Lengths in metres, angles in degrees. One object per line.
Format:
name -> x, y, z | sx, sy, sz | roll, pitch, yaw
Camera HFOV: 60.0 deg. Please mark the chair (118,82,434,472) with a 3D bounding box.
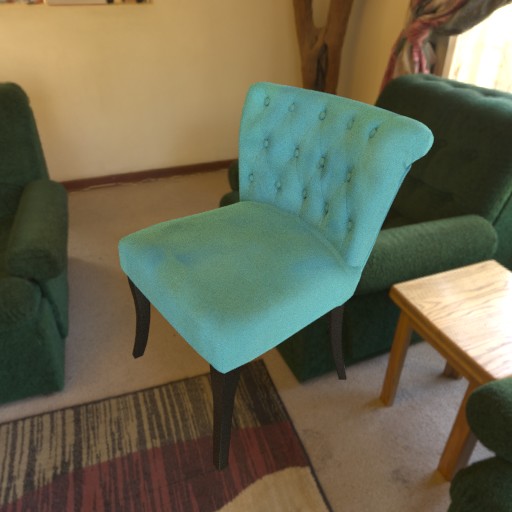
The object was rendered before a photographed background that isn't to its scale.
chair -> 0.000, 0.000, 1.179 | 0.605, 0.750, 0.582 | -22, 38, -31
